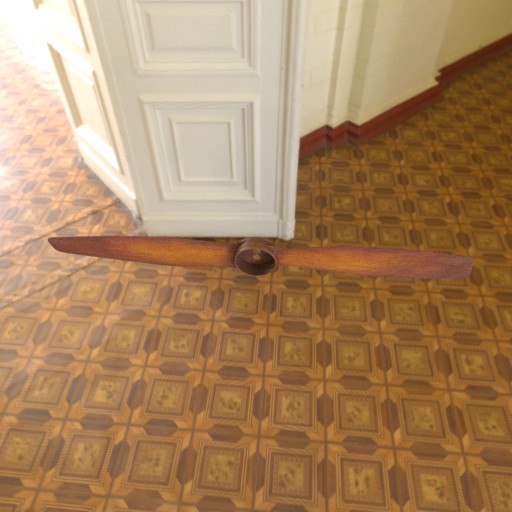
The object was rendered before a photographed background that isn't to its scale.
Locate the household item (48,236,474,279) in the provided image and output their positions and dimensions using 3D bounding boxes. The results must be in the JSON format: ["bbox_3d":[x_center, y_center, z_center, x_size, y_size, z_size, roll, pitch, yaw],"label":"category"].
[{"bbox_3d":[0.000,0.000,1.241,1.181,0.121,0.051,3,47,3],"label":"household item"}]
